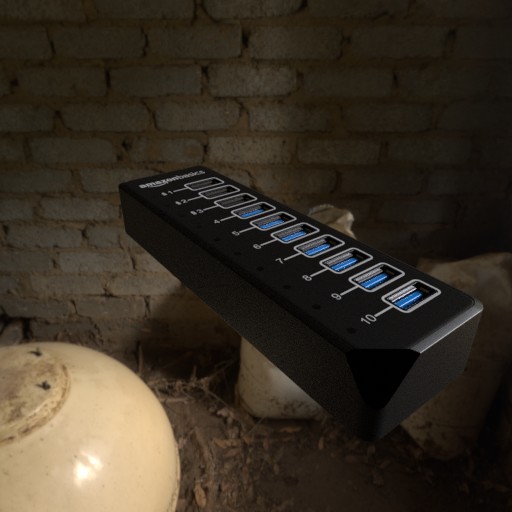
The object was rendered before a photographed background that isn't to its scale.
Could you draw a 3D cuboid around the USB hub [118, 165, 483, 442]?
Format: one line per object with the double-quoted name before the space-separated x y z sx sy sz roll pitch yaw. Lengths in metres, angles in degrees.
"USB hub" 0.000 0.000 0.160 0.044 0.023 0.145 -21 36 -32
